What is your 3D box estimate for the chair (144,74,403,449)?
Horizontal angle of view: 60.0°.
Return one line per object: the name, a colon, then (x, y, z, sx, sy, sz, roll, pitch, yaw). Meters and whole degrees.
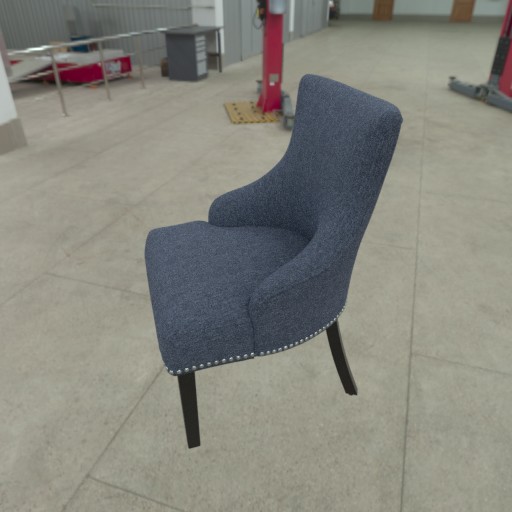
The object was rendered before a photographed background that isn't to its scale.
chair: (0.000, 0.000, 1.299, 0.629, 0.909, 0.566, -9, 32, -14)
